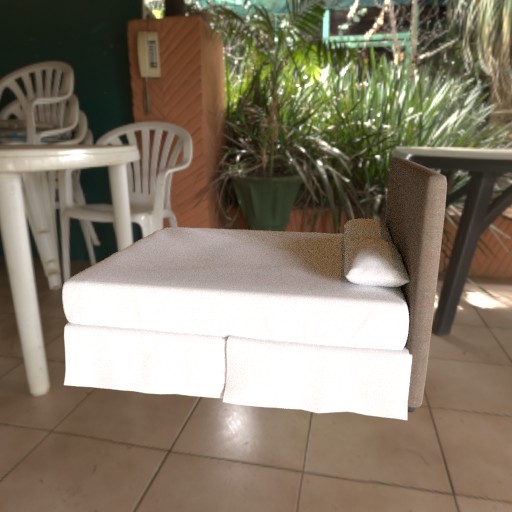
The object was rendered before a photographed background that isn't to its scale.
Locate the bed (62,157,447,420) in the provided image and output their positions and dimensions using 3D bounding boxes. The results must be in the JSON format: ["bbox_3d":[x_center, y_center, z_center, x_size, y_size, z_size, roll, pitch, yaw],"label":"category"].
[{"bbox_3d":[0.000,0.000,3.158,2.142,1.330,1.723,3,16,10],"label":"bed"}]
